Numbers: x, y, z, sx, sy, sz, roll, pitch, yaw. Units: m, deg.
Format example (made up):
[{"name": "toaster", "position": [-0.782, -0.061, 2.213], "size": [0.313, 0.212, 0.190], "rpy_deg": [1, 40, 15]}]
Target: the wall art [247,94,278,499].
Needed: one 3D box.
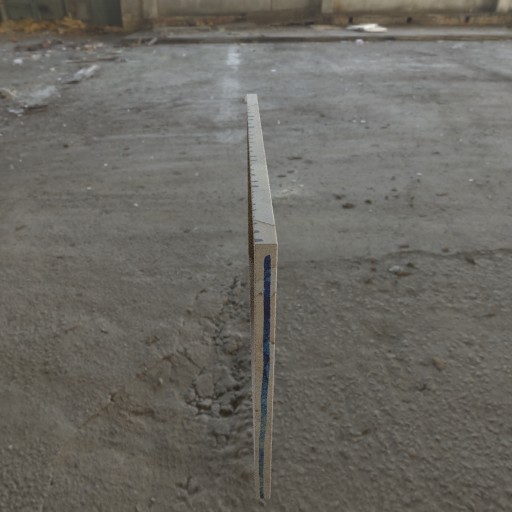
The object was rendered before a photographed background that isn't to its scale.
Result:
[{"name": "wall art", "position": [0.000, 0.000, 1.420], "size": [0.038, 0.757, 1.143], "rpy_deg": [-1, 32, -1]}]
